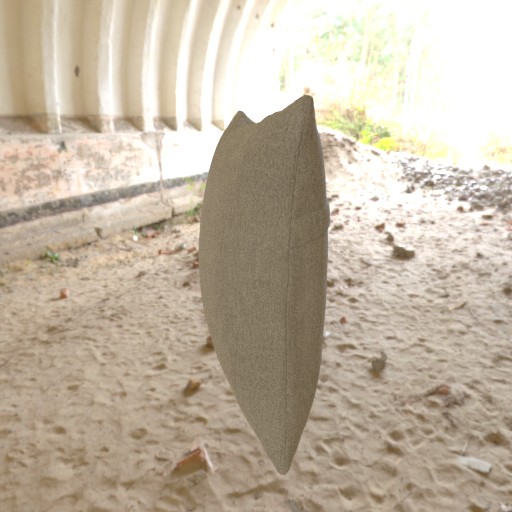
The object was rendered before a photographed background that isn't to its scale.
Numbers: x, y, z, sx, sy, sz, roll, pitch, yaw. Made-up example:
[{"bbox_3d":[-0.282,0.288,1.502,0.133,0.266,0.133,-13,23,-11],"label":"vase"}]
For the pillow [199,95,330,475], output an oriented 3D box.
[{"bbox_3d":[0.000,0.000,0.676,0.173,0.436,0.433,-3,16,-10],"label":"pillow"}]
